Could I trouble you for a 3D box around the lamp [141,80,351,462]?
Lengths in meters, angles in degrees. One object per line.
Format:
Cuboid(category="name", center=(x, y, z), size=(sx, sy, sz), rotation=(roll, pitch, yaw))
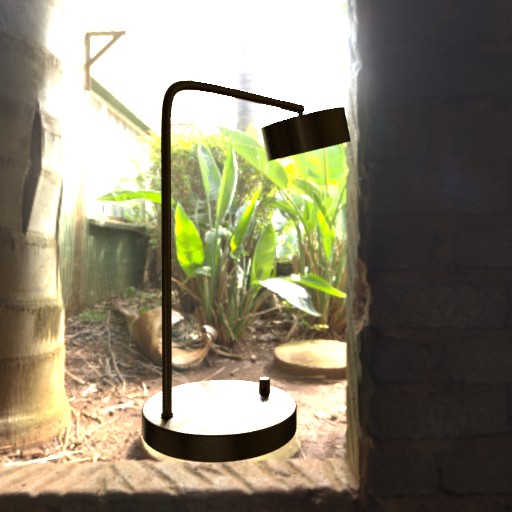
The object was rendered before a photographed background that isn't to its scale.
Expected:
Cuboid(category="lamp", center=(0.000, 0.000, 0.522), size=(0.270, 0.380, 0.171), rotation=(-1, 2, -36))
